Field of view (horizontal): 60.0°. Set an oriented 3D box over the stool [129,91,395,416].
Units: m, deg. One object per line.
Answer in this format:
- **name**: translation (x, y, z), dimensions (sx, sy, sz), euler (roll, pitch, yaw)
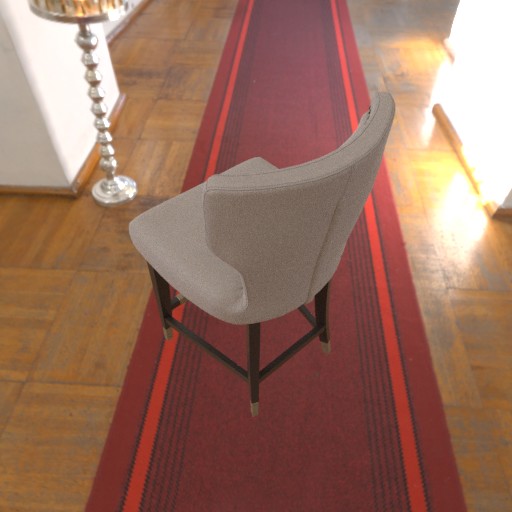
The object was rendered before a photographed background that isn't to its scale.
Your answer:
- **stool**: translation (0.000, 0.000, 1.320), dimensions (0.527, 0.982, 0.563), euler (-33, 55, -27)
